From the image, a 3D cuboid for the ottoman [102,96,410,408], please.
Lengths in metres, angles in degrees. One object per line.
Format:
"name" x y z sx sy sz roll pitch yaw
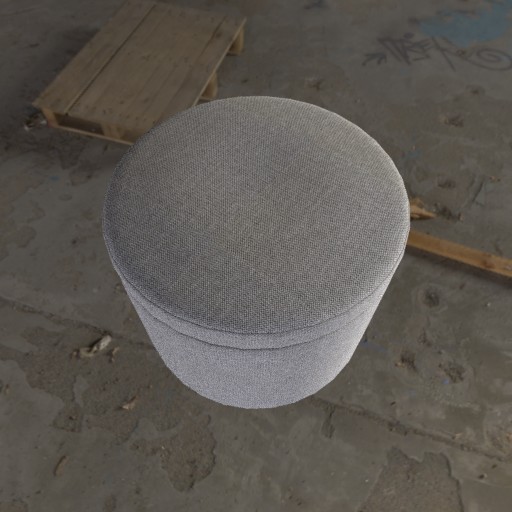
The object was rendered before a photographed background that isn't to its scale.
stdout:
"ottoman" 0.000 0.000 0.879 0.500 0.419 0.500 0 57 0
